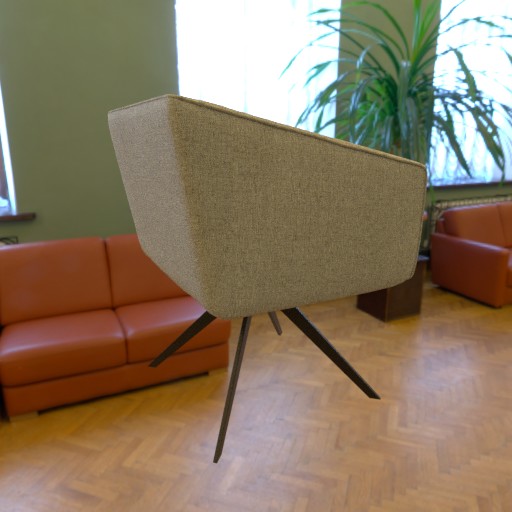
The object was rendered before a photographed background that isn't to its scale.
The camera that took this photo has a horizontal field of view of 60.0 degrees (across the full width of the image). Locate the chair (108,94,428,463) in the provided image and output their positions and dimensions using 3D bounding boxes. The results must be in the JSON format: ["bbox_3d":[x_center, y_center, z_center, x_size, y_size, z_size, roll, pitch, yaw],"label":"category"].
[{"bbox_3d":[0.000,0.000,1.204,0.623,0.760,0.628,-8,17,-26],"label":"chair"}]
